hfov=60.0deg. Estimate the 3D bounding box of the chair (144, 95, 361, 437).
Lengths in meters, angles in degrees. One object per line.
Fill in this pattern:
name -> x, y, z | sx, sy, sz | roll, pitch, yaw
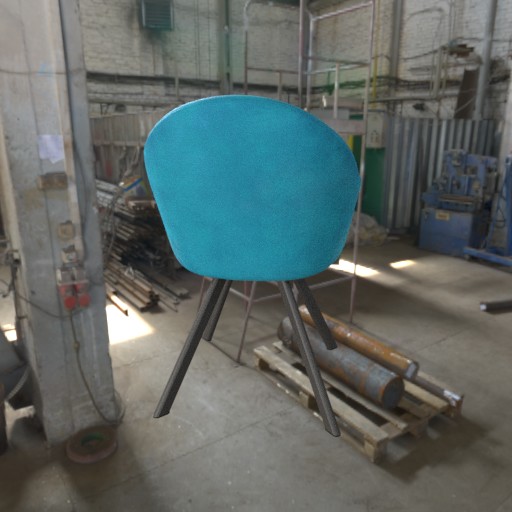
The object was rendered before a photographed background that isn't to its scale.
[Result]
chair -> 0.000, 0.000, 1.222 | 0.550, 0.795, 0.590 | 2, 15, 9
